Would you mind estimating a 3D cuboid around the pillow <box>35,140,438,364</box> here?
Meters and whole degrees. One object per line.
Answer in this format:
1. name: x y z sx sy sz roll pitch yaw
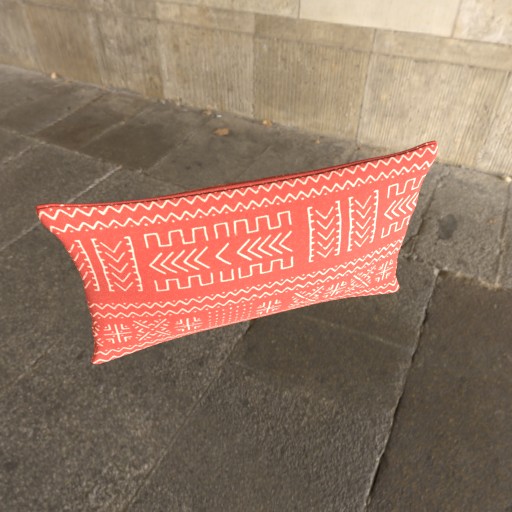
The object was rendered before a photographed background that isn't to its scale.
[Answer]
1. pillow: 0.000 0.000 0.783 0.640 0.352 0.130 -12 43 -13
